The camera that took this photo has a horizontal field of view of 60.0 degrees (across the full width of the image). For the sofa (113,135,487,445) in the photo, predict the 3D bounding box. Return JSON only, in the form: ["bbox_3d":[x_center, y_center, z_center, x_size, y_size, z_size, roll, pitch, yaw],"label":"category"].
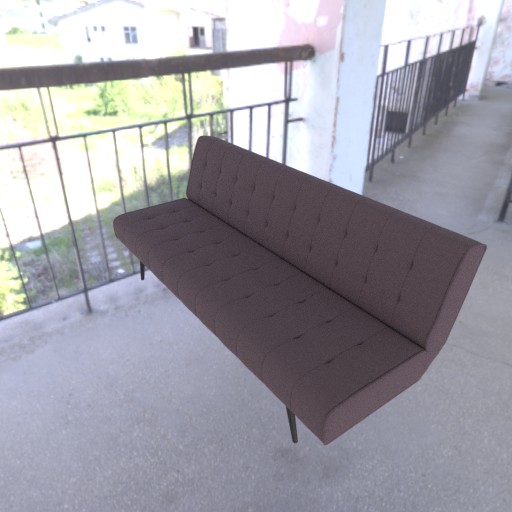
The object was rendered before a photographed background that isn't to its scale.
[{"bbox_3d":[0.000,0.000,2.047,0.747,0.699,1.703,-20,35,-31],"label":"sofa"}]
